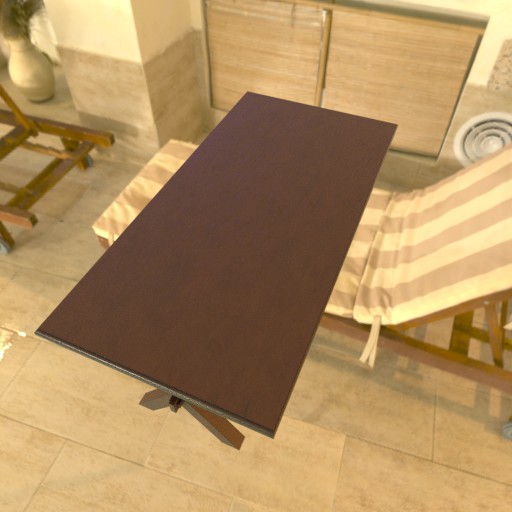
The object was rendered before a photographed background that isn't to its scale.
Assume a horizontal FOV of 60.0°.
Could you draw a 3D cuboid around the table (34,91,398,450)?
[{"bbox_3d":[0.000,0.000,1.471,0.594,0.459,1.197,18,51,15],"label":"table"}]
